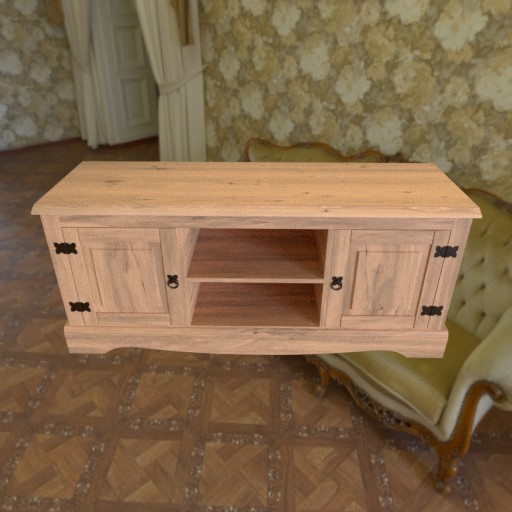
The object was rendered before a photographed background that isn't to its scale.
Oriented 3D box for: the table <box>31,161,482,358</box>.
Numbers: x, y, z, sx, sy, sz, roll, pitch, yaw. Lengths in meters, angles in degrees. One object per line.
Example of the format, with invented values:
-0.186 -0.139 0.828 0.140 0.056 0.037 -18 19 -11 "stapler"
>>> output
0.000 0.000 1.471 1.200 0.510 0.400 1 30 1 "table"
